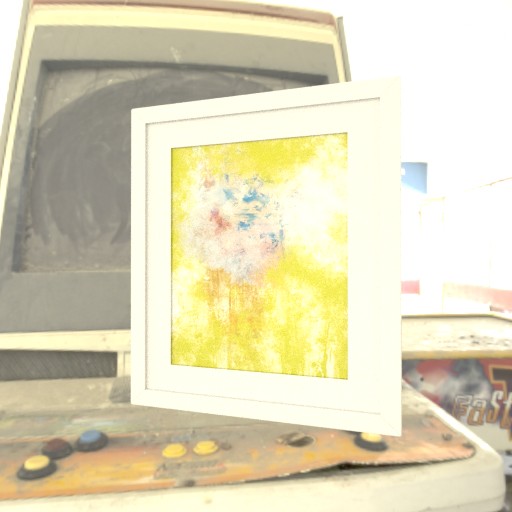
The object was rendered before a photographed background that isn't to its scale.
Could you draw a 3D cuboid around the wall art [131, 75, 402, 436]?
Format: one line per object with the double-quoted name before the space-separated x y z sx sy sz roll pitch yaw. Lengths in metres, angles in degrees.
"wall art" 0.000 0.000 0.531 0.331 0.381 0.028 0 0 19
